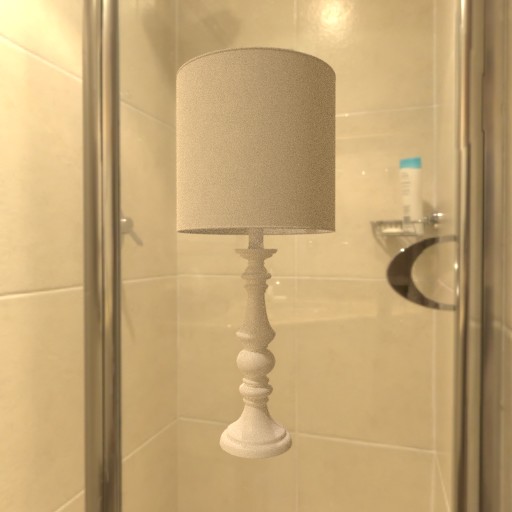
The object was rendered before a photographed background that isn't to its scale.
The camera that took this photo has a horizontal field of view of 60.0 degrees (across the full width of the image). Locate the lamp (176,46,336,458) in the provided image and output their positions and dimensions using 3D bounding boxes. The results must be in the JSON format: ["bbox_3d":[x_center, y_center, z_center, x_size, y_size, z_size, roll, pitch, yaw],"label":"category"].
[{"bbox_3d":[0.000,0.000,0.709,0.250,0.597,0.250,0,1,-20],"label":"lamp"}]
